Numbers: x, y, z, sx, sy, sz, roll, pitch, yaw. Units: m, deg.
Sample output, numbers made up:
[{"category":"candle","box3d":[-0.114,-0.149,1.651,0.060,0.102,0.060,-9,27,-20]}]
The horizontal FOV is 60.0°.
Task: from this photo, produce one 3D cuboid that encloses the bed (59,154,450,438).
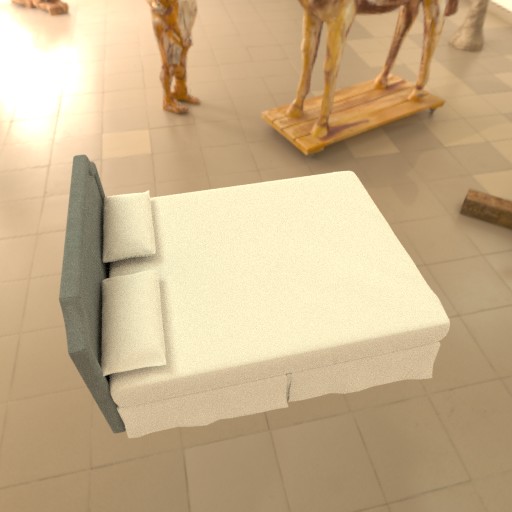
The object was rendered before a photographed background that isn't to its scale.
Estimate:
[{"category":"bed","box3d":[0.000,0.000,3.469,2.464,1.306,1.977,-9,47,-9]}]
